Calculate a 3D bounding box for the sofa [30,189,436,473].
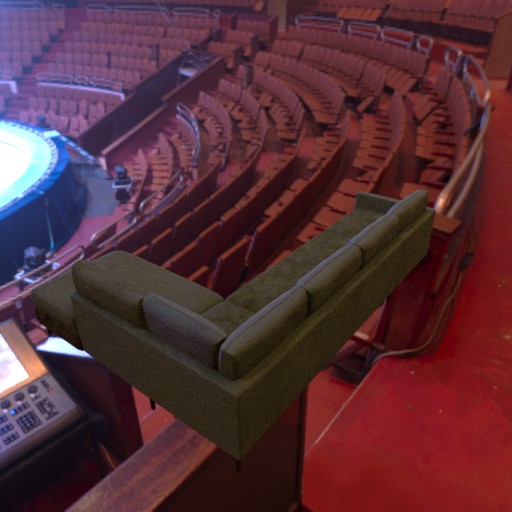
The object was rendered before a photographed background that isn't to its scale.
[{"bbox_3d":[0.000,0.000,3.173,1.707,0.687,2.486,21,35,32],"label":"sofa"}]
